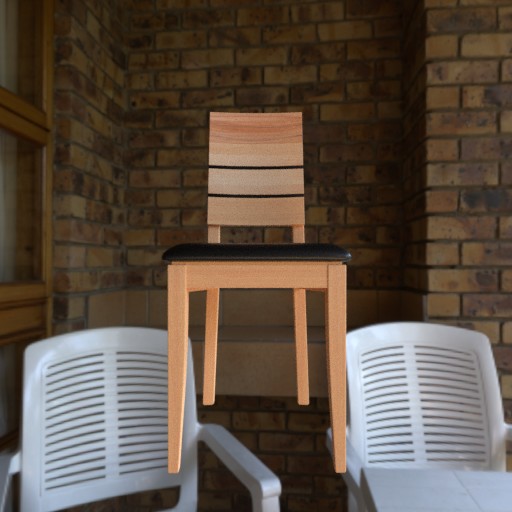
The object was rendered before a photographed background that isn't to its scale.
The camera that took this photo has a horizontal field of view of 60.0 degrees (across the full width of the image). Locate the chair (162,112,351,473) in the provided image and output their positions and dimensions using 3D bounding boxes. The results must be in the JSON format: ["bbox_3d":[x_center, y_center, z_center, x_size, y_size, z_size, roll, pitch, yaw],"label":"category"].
[{"bbox_3d":[0.000,0.000,1.202,0.410,0.940,0.520,0,-1,0],"label":"chair"}]
